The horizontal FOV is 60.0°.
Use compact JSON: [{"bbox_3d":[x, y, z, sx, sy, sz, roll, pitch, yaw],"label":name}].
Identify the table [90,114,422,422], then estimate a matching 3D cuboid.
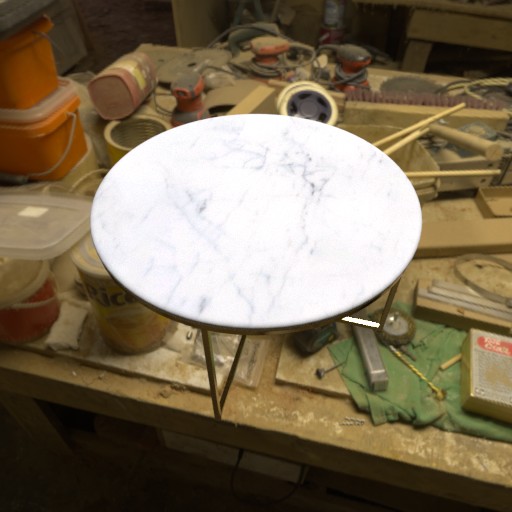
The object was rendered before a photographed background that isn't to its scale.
[{"bbox_3d":[0.000,0.000,1.261,0.800,0.450,0.800,0,46,0],"label":"table"}]
